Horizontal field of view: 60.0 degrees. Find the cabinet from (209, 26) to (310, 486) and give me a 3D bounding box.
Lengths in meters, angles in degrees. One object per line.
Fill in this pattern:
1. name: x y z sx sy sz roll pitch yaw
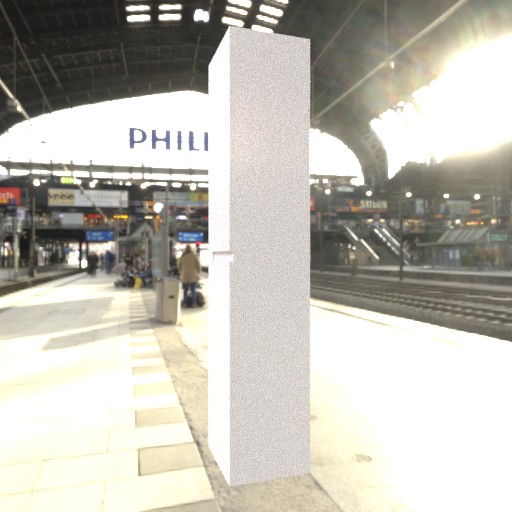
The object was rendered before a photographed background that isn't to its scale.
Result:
1. cabinet: 0.000 0.000 1.532 0.269 1.400 0.300 0 0 -18
